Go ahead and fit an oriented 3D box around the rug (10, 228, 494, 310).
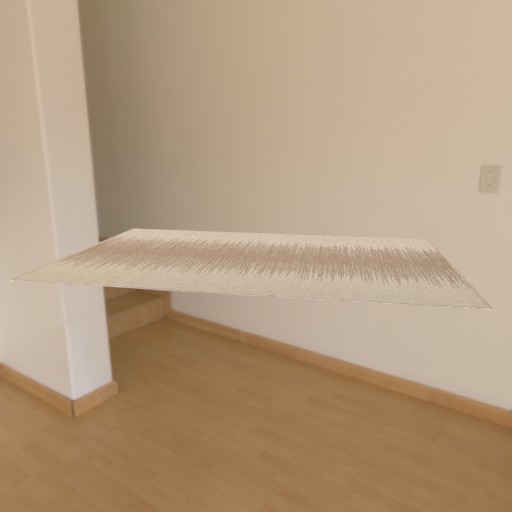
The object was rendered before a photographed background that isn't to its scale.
[{"bbox_3d":[0.000,0.000,2.912,2.440,0.012,1.522,3,15,10],"label":"rug"}]
